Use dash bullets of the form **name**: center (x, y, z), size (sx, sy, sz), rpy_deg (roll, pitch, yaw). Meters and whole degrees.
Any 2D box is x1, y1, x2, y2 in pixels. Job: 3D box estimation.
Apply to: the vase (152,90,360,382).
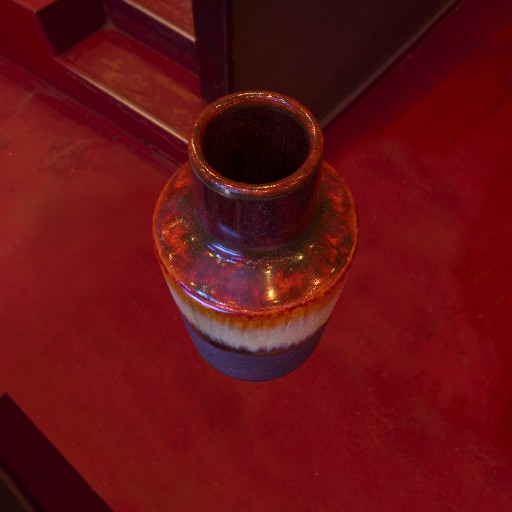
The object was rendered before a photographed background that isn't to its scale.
- **vase**: center (0.000, 0.000, 0.265), size (0.108, 0.204, 0.108), rpy_deg (0, 63, 0)
